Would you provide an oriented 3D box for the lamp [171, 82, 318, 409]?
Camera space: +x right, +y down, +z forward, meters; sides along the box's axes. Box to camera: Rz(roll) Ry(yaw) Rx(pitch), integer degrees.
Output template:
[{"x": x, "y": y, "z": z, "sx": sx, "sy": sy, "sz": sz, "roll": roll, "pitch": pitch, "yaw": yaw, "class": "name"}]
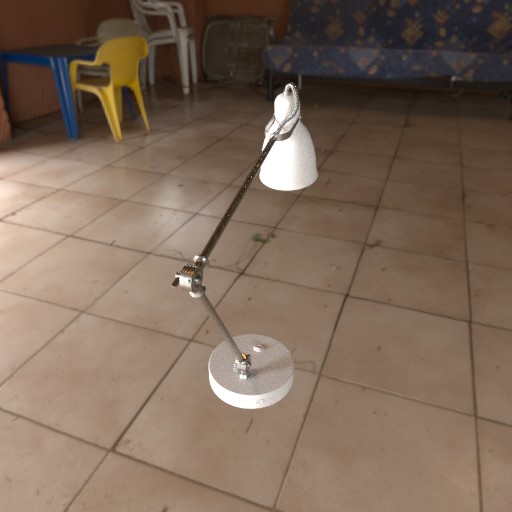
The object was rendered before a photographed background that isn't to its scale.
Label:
[{"x": 0.000, "y": 0.000, "z": 0.862, "sx": 0.187, "sy": 0.587, "sz": 0.561, "roll": 10, "pitch": 33, "yaw": 17, "class": "lamp"}]
